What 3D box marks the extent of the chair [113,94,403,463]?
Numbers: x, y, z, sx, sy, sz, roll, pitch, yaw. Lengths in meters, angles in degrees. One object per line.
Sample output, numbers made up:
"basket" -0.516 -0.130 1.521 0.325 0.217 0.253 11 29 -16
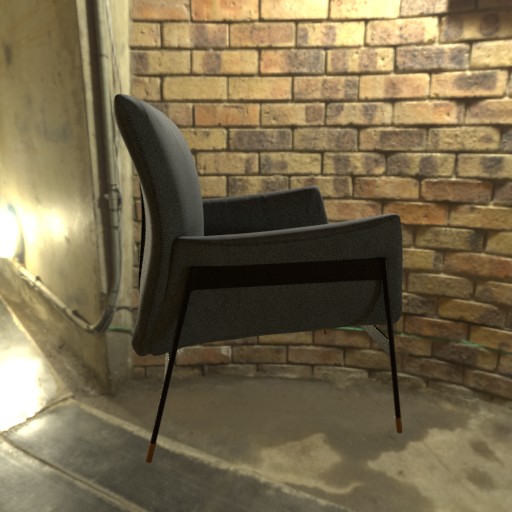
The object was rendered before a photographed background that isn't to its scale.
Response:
"chair" 0.000 0.000 1.336 0.709 0.858 0.678 -3 15 -9
